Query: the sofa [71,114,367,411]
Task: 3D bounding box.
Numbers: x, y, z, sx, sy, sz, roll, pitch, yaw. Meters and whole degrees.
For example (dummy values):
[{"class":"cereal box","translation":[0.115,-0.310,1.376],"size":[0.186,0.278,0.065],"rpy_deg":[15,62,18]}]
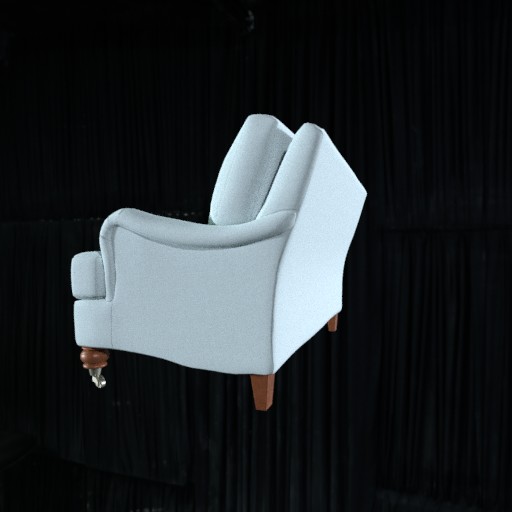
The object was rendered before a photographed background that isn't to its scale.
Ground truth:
[{"class":"sofa","translation":[0.000,0.000,2.523],"size":[1.084,1.101,1.853],"rpy_deg":[0,1,19]}]
